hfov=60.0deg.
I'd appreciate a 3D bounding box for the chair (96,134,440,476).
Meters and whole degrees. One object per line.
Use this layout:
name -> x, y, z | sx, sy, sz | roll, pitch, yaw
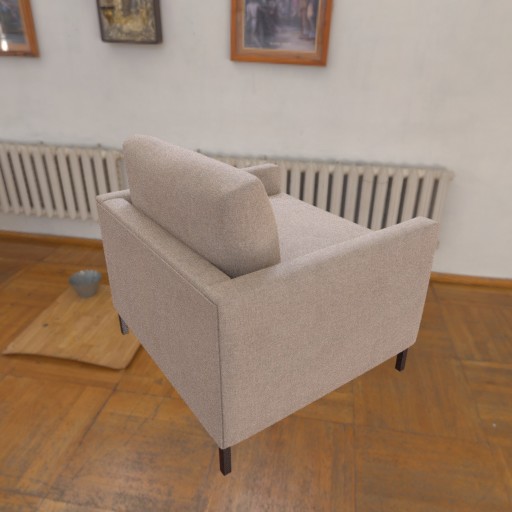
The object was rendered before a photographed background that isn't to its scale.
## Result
chair -> 0.000, 0.000, 1.657 | 0.866, 0.861, 0.963 | -17, 31, -31
